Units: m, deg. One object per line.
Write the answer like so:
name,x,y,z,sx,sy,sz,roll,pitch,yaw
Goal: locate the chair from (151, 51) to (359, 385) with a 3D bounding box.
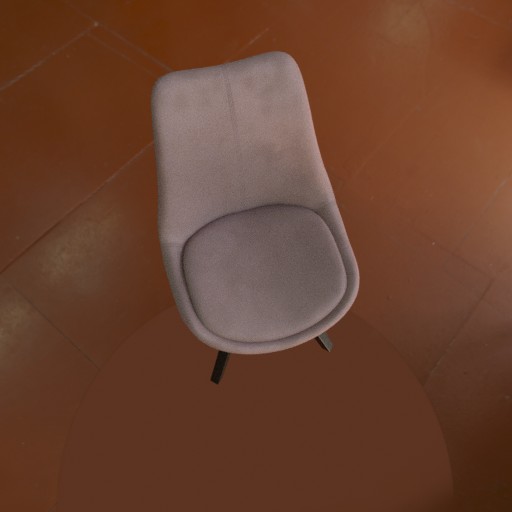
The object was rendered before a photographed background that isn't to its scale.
chair,0.000,0.000,1.220,0.483,0.865,0.547,-15,65,-7
